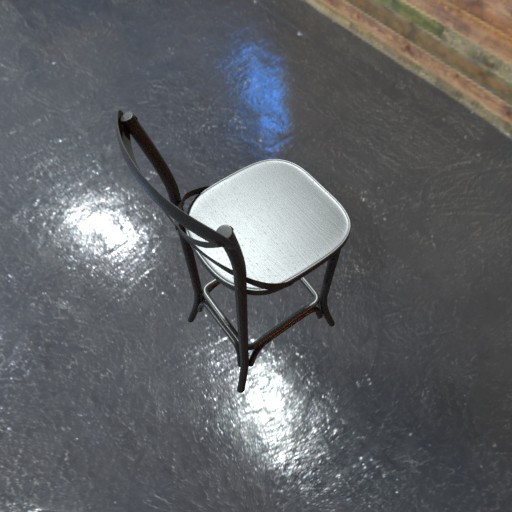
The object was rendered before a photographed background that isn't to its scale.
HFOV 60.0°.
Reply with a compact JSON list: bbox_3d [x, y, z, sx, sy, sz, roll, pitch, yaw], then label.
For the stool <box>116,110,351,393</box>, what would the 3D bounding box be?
[{"bbox_3d":[0.000,0.000,1.463,0.584,1.168,0.457,-32,63,-18],"label":"stool"}]
